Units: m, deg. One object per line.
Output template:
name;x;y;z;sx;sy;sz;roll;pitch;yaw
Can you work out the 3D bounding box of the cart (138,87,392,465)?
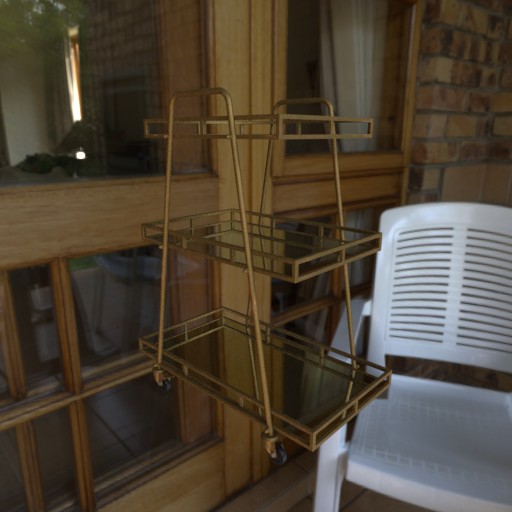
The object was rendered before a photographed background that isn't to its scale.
cart;0.000;0.000;1.287;0.711;0.883;0.441;14;21;41
